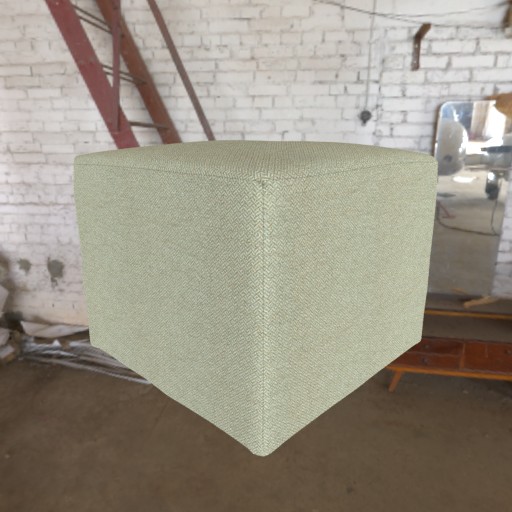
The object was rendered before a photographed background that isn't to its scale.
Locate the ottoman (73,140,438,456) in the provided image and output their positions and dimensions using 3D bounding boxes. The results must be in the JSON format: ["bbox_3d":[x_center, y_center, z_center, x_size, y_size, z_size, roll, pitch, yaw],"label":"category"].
[{"bbox_3d":[0.000,0.000,0.900,0.521,0.453,0.512,15,21,42],"label":"ottoman"}]
